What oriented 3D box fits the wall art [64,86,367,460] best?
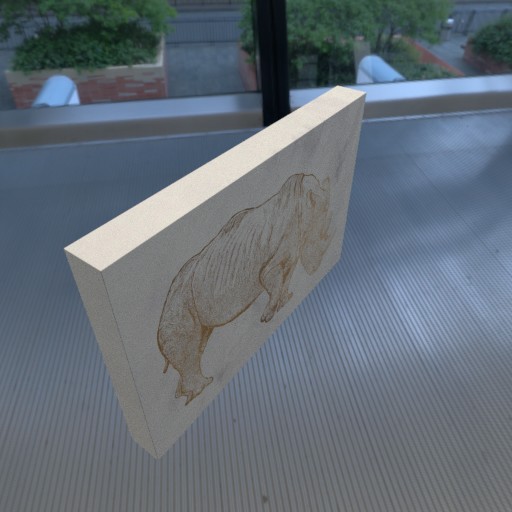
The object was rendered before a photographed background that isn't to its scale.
[{"bbox_3d":[0.000,0.000,0.485,0.038,0.254,0.381,25,46,27],"label":"wall art"}]
